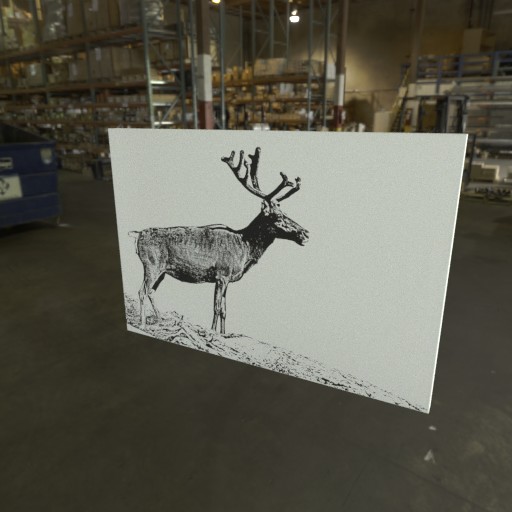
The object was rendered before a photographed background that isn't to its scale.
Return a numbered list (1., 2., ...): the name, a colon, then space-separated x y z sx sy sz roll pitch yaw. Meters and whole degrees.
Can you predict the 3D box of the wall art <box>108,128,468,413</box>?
1. wall art: 0.000 0.000 1.134 0.906 0.617 0.033 9 20 26
